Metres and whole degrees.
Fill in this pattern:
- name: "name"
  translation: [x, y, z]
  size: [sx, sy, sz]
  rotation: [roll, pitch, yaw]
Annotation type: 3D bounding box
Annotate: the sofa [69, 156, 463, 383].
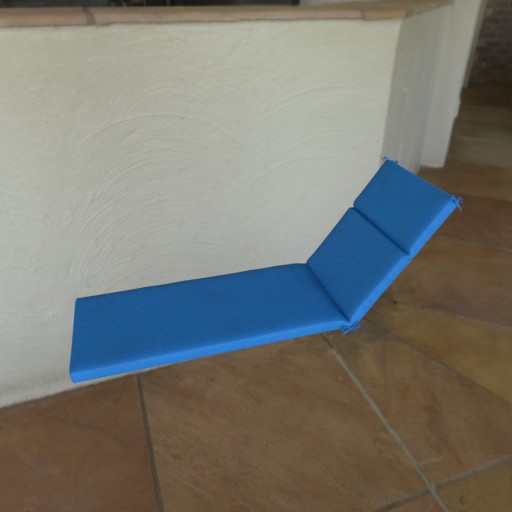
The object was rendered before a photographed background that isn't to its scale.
- name: "sofa"
  translation: [0.000, 0.000, 1.993]
  size: [1.663, 0.622, 0.582]
  rotation: [-9, 32, -14]
